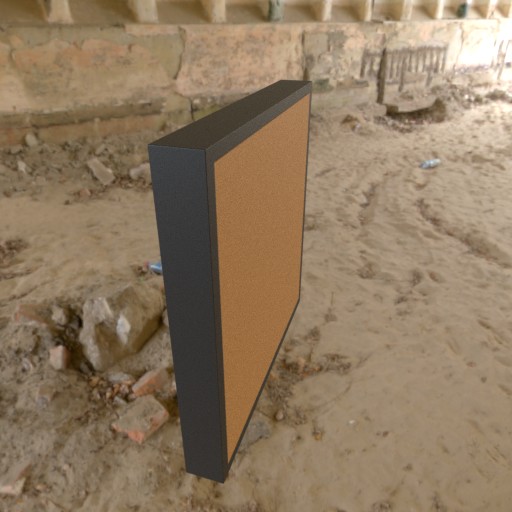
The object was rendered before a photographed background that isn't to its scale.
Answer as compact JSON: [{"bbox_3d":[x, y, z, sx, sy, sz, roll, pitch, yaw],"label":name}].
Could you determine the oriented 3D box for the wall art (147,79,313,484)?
[{"bbox_3d":[0.000,0.000,0.457,0.038,0.304,0.304,9,30,16],"label":"wall art"}]
